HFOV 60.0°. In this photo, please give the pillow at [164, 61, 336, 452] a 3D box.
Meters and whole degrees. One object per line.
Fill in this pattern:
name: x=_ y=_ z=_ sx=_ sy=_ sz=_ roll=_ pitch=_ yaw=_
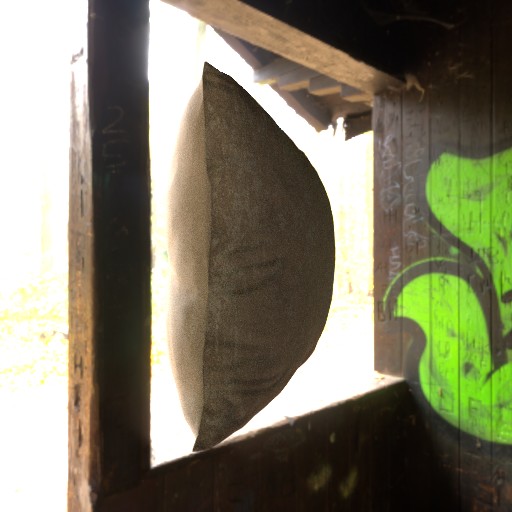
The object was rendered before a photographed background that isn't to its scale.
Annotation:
pillow: x=0.000 y=0.000 z=0.715 sx=0.245 sy=0.448 sz=0.450 roll=0 pitch=0 yaw=20
